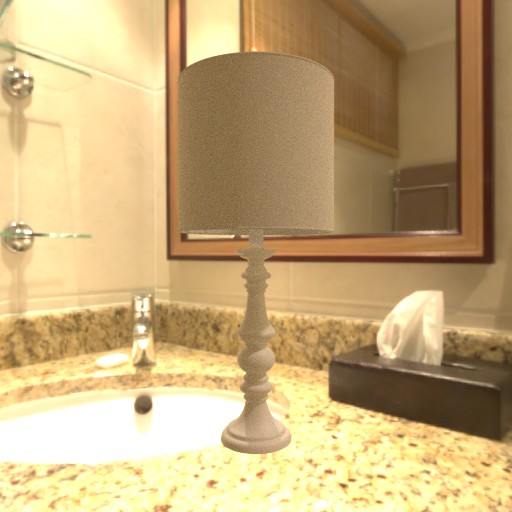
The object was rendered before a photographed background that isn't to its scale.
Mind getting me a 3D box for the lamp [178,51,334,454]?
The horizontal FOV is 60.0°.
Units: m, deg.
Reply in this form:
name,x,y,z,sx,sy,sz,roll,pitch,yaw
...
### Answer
name,x,y,z,sx,sy,sz,roll,pitch,yaw
lamp,0.000,0.000,0.723,0.250,0.597,0.250,0,1,1
